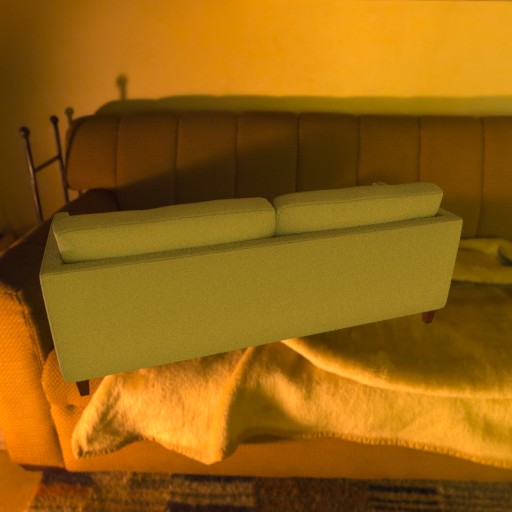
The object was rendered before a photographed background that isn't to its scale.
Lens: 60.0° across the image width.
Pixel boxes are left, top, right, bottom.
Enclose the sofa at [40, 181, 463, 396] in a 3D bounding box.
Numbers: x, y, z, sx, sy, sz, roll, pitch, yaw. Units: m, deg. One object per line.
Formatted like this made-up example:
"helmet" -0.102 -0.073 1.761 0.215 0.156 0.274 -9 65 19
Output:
"sofa" 0.000 0.000 2.893 2.434 0.965 0.948 -8 26 -17
